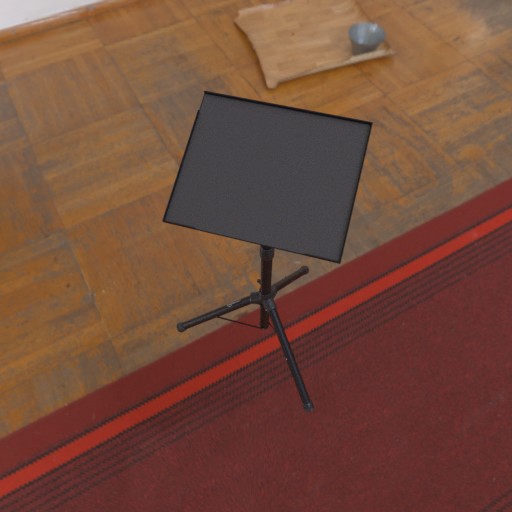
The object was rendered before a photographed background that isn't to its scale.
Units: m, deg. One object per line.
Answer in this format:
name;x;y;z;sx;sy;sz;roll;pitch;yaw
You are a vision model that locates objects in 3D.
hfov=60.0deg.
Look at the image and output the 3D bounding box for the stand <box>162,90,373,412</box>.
stand;0.000;0.000;1.627;0.702;1.198;0.702;13;59;8
